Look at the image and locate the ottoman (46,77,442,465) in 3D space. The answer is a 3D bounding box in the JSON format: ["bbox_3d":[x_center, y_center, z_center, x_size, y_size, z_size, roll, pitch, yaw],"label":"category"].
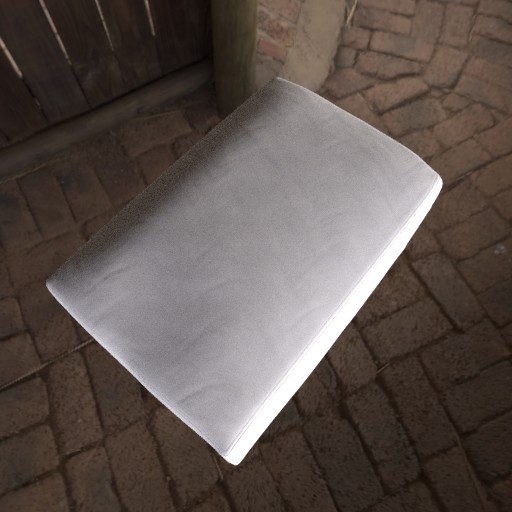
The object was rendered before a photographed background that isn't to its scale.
[{"bbox_3d":[0.000,0.000,1.202,0.590,0.444,0.872,37,69,16],"label":"ottoman"}]
